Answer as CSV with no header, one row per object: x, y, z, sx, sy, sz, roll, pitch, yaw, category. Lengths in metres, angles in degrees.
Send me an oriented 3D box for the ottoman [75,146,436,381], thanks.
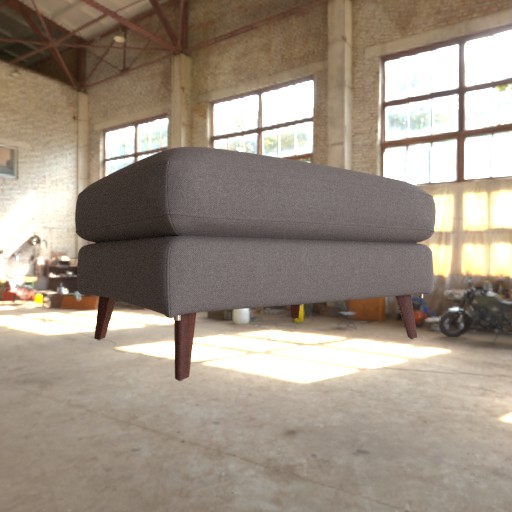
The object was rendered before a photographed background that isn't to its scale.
0.000,0.000,1.186,0.811,0.449,0.608,0,0,-36,ottoman
